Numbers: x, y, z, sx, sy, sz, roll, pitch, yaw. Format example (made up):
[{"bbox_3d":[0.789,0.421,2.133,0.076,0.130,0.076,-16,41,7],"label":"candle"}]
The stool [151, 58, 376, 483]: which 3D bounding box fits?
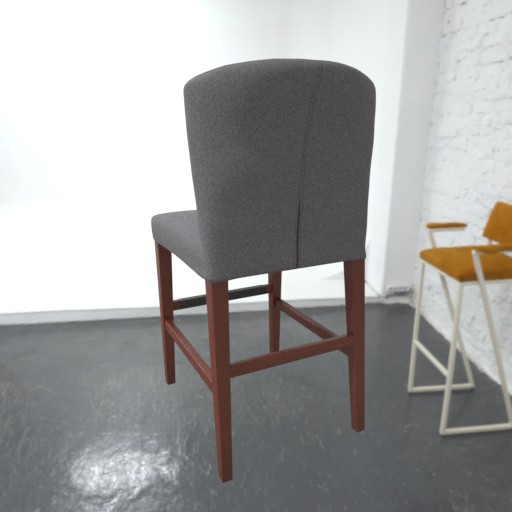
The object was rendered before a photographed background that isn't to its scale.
[{"bbox_3d":[0.000,0.000,1.265,0.481,0.968,0.568,-8,17,-26],"label":"stool"}]
